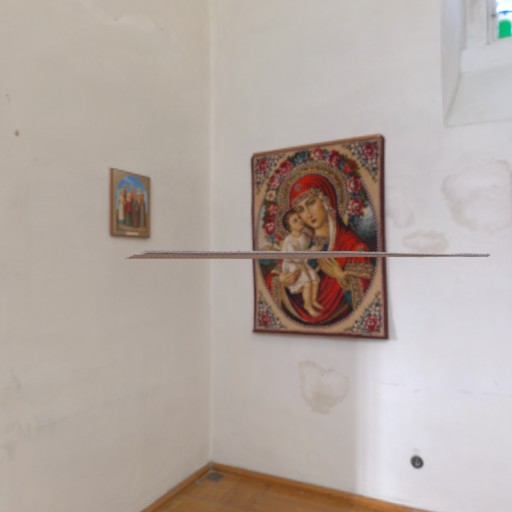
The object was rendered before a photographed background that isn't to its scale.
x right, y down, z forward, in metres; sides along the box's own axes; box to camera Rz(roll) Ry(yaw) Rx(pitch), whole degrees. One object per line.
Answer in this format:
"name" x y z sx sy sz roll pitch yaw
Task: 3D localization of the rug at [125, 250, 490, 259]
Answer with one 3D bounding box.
"rug" 0.000 0.000 2.945 1.604 0.030 2.307 0 -1 -18
